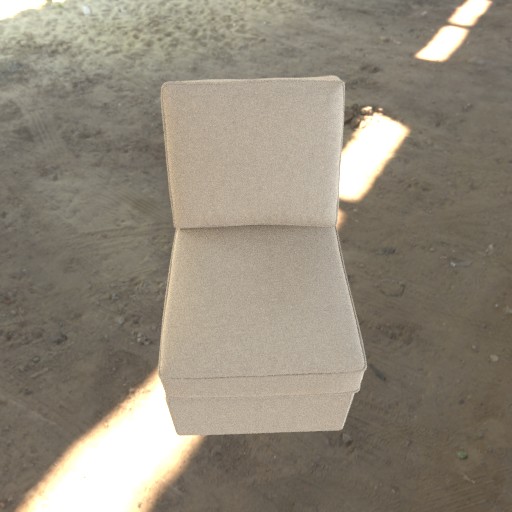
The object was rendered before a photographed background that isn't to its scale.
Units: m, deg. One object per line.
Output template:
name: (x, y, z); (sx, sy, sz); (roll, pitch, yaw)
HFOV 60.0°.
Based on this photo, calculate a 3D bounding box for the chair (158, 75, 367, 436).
chair: (0.000, 0.000, 1.555); (0.621, 0.970, 0.938); (-1, 46, -1)
